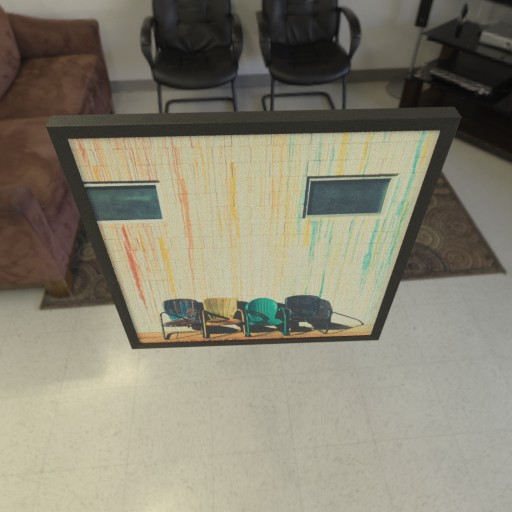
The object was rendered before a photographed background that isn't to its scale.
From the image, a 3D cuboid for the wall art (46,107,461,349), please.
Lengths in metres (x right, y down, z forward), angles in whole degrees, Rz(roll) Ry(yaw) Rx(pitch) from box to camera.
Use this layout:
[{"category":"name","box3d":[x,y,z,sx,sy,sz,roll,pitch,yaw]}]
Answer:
[{"category":"wall art","box3d":[0.000,0.000,1.103,0.763,0.763,0.039,-2,47,-2]}]
